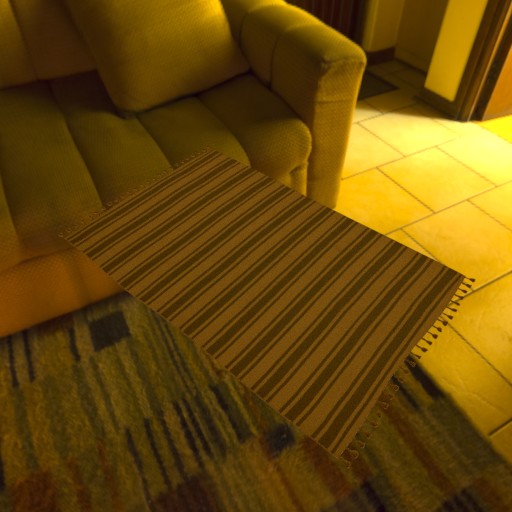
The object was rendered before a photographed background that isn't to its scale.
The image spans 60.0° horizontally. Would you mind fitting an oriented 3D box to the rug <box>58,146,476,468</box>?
[{"bbox_3d":[0.000,0.000,2.292,1.875,0.013,1.162,32,54,27],"label":"rug"}]
